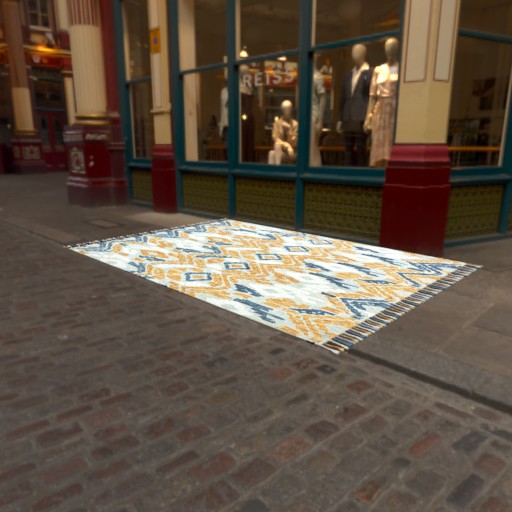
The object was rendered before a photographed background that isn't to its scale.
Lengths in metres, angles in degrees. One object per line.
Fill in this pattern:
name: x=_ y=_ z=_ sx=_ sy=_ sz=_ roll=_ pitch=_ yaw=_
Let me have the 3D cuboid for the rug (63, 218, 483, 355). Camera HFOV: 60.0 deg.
rug: x=0.000 y=0.000 z=2.291 sx=1.827 sy=0.008 sz=1.230 roll=14 pitch=20 yaw=42
